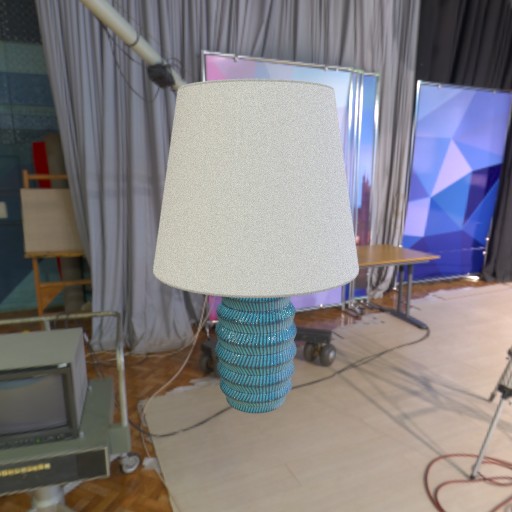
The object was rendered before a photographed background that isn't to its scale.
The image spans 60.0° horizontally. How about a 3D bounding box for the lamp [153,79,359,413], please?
[{"bbox_3d":[0.000,0.000,0.558,0.254,0.392,0.254,0,13,0],"label":"lamp"}]
